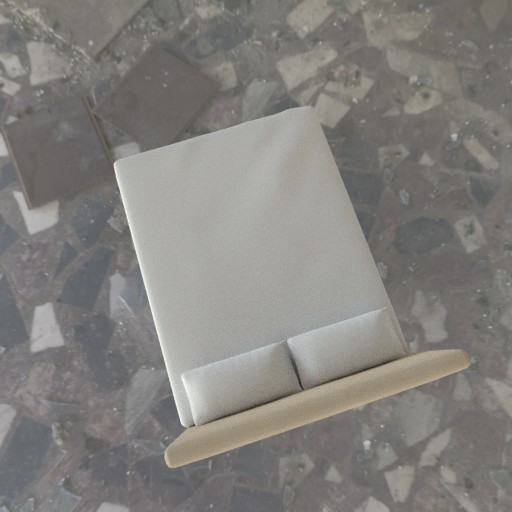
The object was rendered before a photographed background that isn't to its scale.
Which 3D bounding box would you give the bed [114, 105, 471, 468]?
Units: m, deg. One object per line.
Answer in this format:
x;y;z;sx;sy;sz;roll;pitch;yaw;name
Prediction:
0.000;0.000;3.101;1.723;1.330;2.142;-17;77;-4;bed
